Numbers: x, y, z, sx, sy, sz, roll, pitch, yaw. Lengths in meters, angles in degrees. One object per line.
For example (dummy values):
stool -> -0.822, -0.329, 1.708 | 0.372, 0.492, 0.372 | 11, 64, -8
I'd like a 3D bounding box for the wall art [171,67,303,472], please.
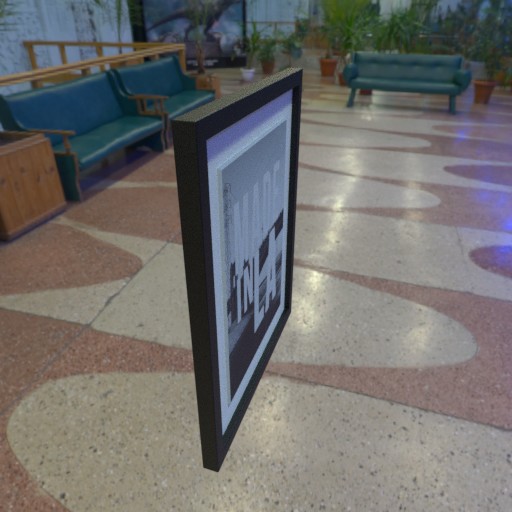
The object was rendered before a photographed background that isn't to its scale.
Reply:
wall art -> 0.000, 0.000, 0.773 | 0.028, 0.559, 0.457 | 10, 31, 16
